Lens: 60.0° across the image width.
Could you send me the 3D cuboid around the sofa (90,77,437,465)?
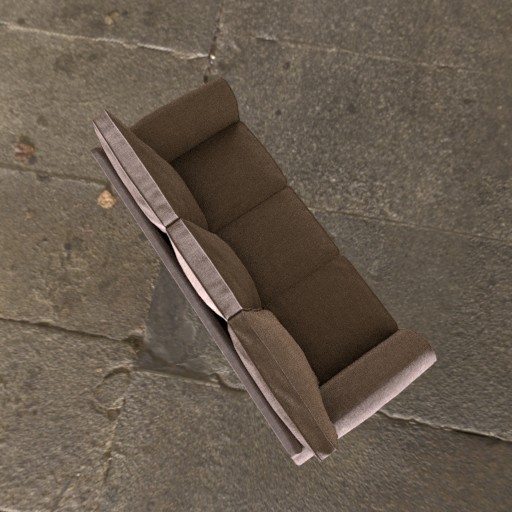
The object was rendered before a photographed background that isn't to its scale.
[{"bbox_3d":[0.000,0.000,2.594,0.916,0.961,2.084,-34,78,-8],"label":"sofa"}]
